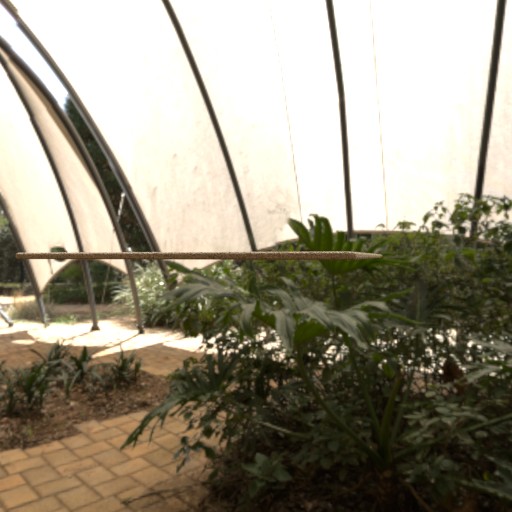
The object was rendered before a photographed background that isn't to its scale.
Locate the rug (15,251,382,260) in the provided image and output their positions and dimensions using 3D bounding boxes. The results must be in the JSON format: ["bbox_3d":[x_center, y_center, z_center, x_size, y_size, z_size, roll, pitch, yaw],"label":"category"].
[{"bbox_3d":[0.000,0.000,2.933,1.524,0.030,2.438,0,0,18],"label":"rug"}]
